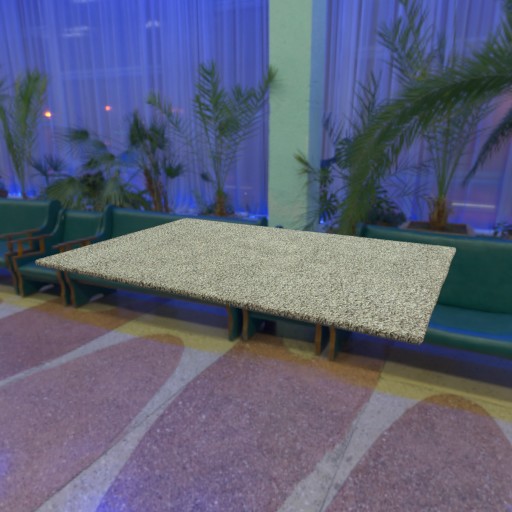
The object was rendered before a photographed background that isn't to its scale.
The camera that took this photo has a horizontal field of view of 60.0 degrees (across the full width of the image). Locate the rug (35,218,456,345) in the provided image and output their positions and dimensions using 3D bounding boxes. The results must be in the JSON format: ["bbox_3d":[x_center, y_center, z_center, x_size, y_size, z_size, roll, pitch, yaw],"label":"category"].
[{"bbox_3d":[0.000,0.000,2.253,1.778,0.030,1.219,8,18,27],"label":"rug"}]
